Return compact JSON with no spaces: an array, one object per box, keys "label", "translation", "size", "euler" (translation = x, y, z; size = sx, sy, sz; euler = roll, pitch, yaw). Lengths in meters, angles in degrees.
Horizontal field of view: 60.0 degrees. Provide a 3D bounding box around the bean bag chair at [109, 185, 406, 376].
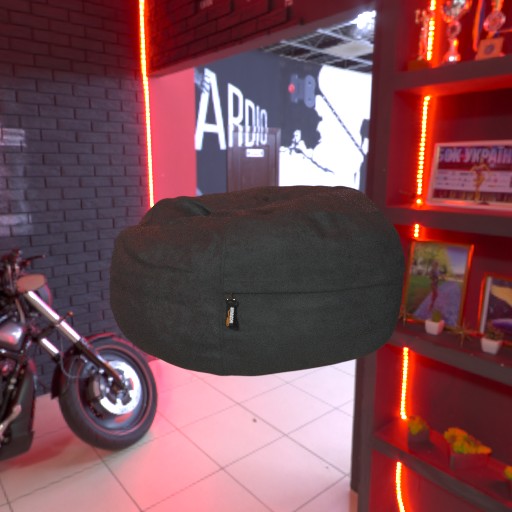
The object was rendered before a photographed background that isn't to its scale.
[{"label":"bean bag chair","translation":[0.000,0.000,2.399],"size":[1.525,0.751,1.525],"euler":[0,11,0]}]
